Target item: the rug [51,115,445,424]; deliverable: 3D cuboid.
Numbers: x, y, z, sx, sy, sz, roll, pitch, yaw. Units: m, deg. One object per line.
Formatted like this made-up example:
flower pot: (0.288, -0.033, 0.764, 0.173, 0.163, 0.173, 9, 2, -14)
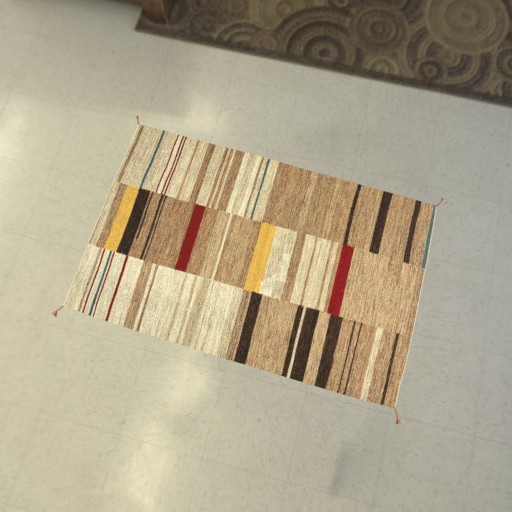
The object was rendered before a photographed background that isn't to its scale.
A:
rug: (0.000, 0.000, 2.436, 1.918, 0.007, 1.268, 16, 76, 4)
